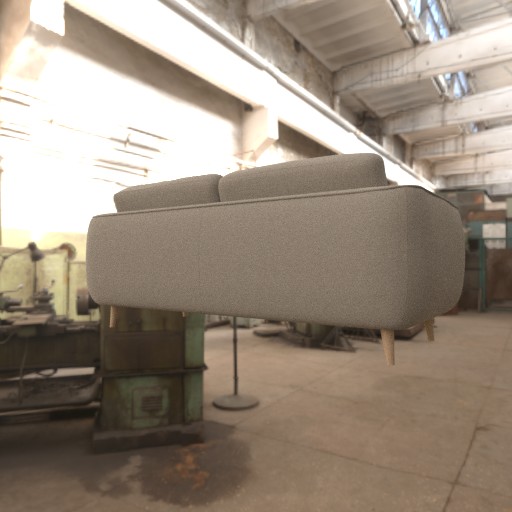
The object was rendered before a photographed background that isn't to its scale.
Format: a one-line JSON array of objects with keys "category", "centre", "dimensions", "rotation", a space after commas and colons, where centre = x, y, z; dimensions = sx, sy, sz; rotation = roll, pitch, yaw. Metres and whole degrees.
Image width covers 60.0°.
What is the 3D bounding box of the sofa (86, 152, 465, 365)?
[{"category": "sofa", "centre": [0.000, 0.000, 2.445], "dimensions": [2.000, 0.850, 0.920], "rotation": [0, -1, 35]}]
